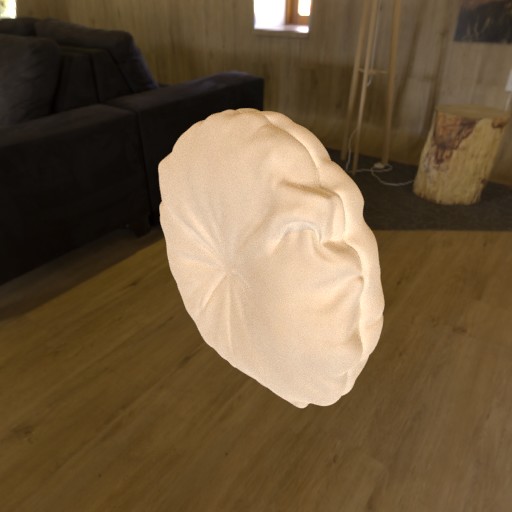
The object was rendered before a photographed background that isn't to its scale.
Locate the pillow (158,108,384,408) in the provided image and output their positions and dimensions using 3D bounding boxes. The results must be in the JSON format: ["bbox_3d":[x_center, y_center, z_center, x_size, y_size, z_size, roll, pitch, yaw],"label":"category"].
[{"bbox_3d":[0.000,0.000,0.643,0.148,0.407,0.428,-22,38,-32],"label":"pillow"}]
